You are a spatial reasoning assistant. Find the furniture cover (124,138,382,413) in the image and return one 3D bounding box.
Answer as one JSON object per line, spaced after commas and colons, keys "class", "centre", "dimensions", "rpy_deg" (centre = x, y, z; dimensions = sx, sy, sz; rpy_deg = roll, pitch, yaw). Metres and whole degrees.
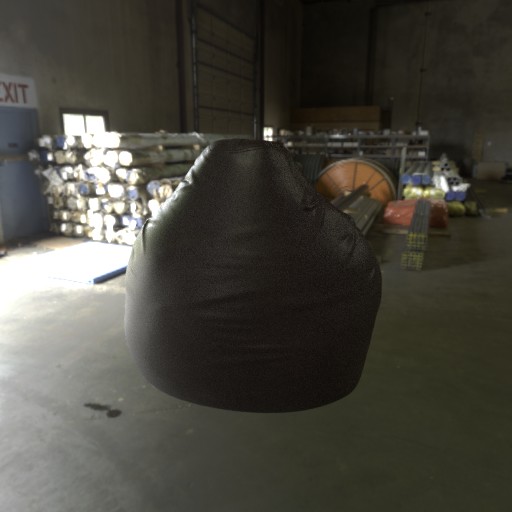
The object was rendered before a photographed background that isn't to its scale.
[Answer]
{"class": "furniture cover", "centre": [0.000, 0.000, 1.927], "dimensions": [1.070, 0.990, 1.070], "rpy_deg": [2, 15, 7]}
